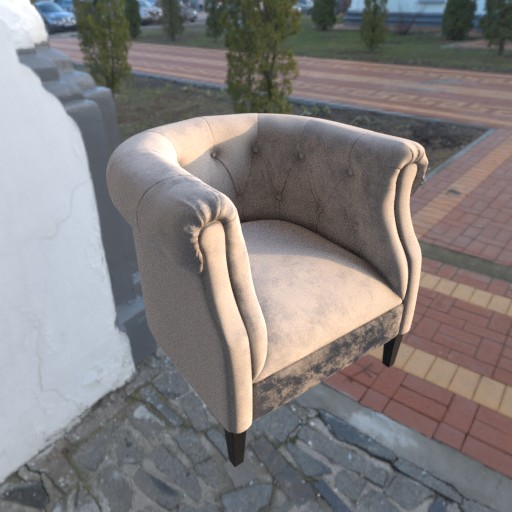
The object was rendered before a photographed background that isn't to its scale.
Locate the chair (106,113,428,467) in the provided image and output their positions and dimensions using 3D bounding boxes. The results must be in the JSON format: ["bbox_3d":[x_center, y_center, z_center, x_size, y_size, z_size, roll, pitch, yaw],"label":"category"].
[{"bbox_3d":[0.000,0.000,1.549,0.904,0.826,0.851,-20,36,-31],"label":"chair"}]
